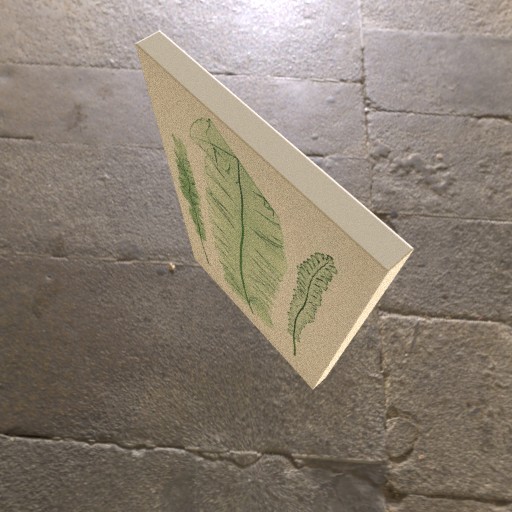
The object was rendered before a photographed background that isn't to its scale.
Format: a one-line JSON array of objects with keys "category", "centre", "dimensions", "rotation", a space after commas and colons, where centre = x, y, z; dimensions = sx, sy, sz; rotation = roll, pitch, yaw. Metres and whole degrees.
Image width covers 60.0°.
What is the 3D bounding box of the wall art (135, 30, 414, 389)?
[{"category": "wall art", "centre": [0.000, 0.000, 0.762], "dimensions": [0.038, 0.608, 0.418], "rotation": [-38, 69, -17]}]
